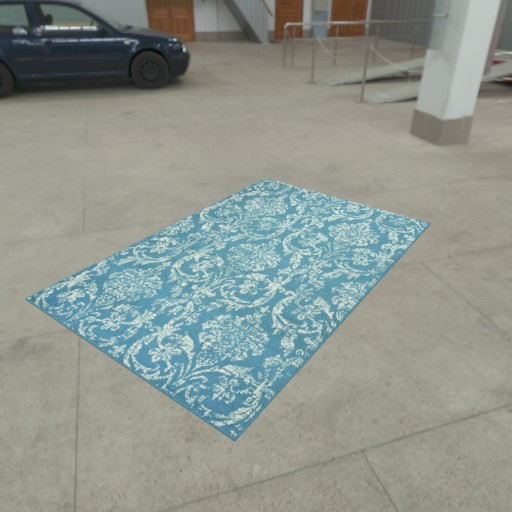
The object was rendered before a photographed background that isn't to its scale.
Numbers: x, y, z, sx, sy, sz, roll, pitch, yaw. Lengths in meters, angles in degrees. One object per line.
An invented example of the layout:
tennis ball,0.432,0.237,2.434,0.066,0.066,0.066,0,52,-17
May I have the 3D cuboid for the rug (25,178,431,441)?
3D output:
rug,0.000,0.000,3.446,1.816,0.018,2.746,21,37,31
